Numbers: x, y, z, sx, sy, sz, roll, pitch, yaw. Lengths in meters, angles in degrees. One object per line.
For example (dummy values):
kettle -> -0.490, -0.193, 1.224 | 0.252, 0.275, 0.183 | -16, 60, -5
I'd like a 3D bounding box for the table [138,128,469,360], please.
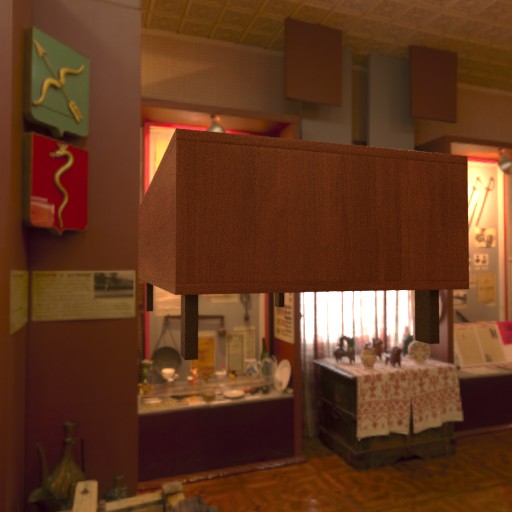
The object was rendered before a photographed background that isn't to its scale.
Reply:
table -> 0.000, 0.000, 1.278 | 0.600, 0.380, 1.020 | 0, -1, -18
